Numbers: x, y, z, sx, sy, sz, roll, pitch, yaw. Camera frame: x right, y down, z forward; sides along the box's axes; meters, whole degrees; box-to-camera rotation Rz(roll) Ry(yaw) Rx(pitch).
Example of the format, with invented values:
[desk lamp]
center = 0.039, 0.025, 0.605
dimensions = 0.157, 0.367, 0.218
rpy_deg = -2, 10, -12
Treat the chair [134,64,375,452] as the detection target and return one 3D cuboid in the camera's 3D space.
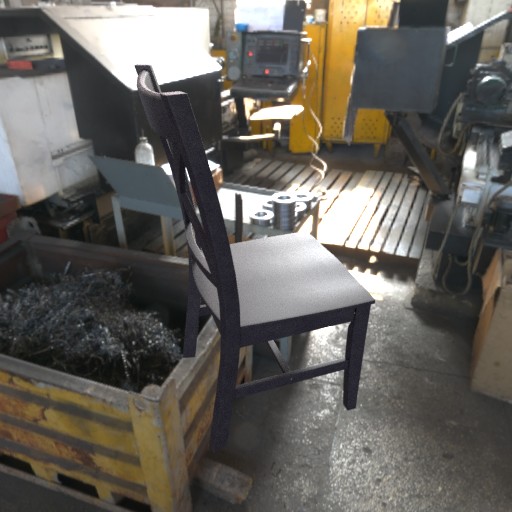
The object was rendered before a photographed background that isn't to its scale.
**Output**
[chair]
center = 0.000, 0.000, 1.269
dimensions = 0.542, 0.983, 0.485
rpy_deg = -10, 31, -17
